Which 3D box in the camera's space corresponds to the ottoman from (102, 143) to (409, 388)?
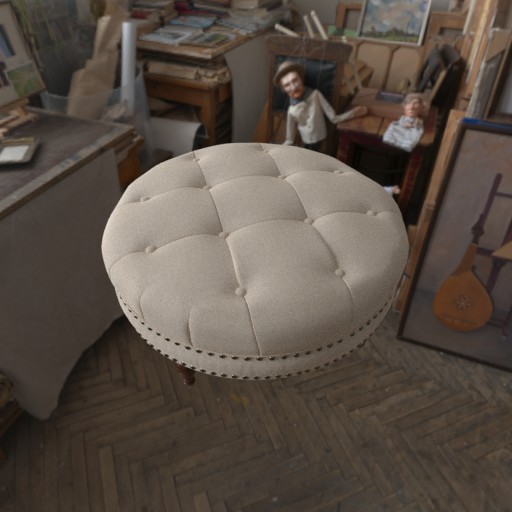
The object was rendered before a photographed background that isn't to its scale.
[{"bbox_3d":[0.000,0.000,1.483,0.940,0.483,0.940,0,40,0],"label":"ottoman"}]
